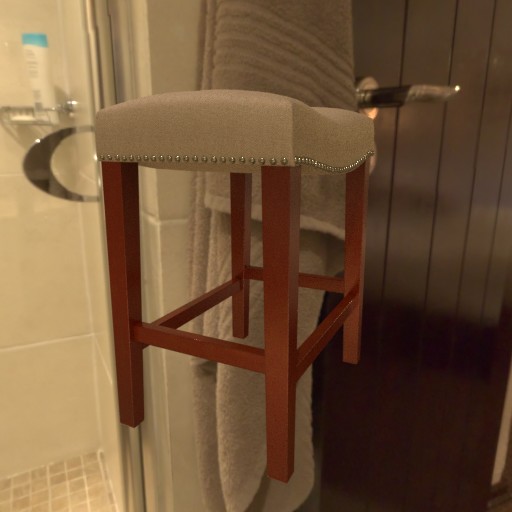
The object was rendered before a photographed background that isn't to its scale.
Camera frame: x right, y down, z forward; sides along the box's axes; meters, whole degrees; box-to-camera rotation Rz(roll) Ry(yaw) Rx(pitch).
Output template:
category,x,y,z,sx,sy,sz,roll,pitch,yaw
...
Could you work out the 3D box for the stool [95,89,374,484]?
category,x,y,z,sx,sy,sz,roll,pitch,yaw
stool,0.000,0.000,0.955,0.375,0.632,0.509,7,16,26
